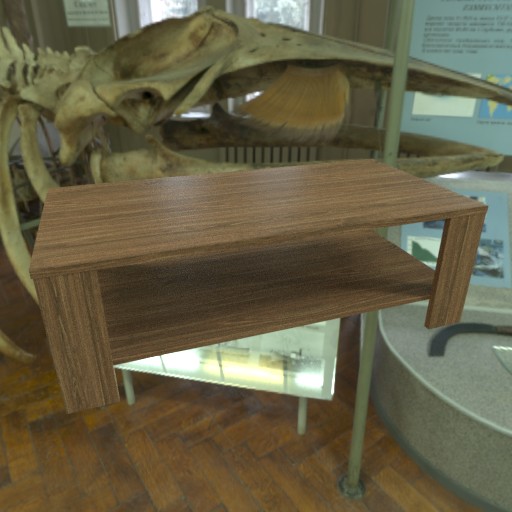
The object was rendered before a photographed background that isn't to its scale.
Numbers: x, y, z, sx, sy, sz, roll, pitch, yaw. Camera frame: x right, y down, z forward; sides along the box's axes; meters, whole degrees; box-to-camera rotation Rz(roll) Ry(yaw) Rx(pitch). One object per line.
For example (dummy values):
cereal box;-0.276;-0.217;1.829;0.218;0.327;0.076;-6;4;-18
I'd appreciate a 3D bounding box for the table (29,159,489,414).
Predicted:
table;0.000;0.000;1.430;1.200;0.400;0.600;-9;27;-17
